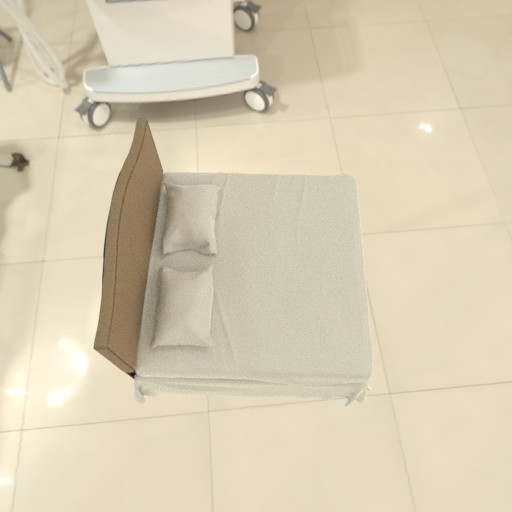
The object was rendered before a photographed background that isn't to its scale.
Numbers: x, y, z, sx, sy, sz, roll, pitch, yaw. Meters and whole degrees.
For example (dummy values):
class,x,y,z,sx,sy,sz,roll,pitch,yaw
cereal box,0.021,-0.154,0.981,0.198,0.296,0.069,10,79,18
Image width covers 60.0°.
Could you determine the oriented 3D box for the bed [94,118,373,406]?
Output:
class,x,y,z,sx,sy,sz,roll,pitch,yaw
bed,0.000,0.000,3.871,2.222,1.651,2.311,1,64,1
